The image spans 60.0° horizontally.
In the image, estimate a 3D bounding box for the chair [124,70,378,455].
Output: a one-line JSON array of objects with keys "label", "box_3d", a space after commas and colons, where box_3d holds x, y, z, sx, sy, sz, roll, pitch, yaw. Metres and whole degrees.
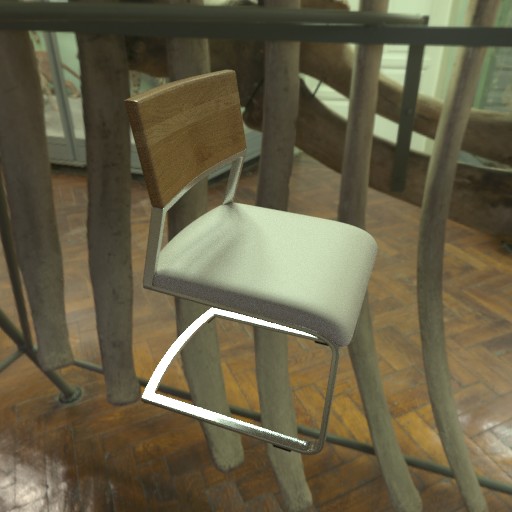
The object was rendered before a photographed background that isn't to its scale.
[{"label": "chair", "box_3d": [0.000, 0.000, 1.167, 0.585, 0.844, 0.467, 11, 32, 18]}]
